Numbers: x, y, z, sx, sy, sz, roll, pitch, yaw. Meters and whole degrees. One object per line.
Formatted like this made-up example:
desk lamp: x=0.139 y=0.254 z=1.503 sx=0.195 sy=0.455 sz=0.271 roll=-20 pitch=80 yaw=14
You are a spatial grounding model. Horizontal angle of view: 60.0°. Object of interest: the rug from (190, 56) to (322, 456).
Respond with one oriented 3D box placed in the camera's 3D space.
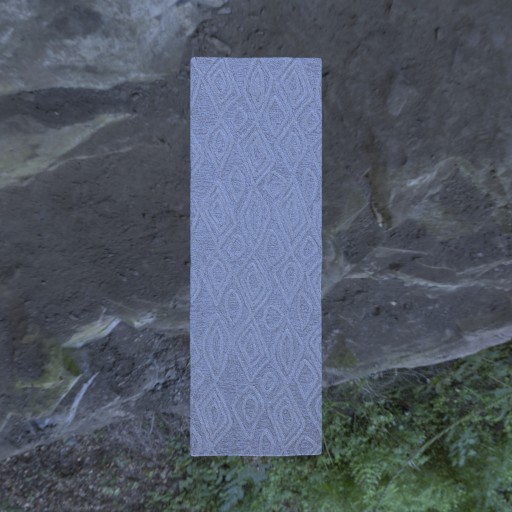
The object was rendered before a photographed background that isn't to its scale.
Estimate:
rug: x=0.000 y=0.000 z=2.704 sx=0.807 sy=0.013 sz=2.436 roll=0 pitch=90 yaw=-1
